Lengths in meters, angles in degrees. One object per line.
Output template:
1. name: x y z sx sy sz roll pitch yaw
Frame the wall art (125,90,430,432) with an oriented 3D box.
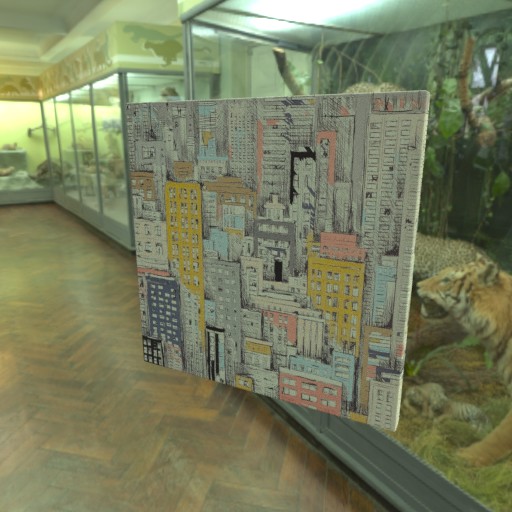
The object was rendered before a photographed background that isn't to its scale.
1. wall art: 0.000 0.000 1.133 0.761 0.762 0.048 8 17 26
